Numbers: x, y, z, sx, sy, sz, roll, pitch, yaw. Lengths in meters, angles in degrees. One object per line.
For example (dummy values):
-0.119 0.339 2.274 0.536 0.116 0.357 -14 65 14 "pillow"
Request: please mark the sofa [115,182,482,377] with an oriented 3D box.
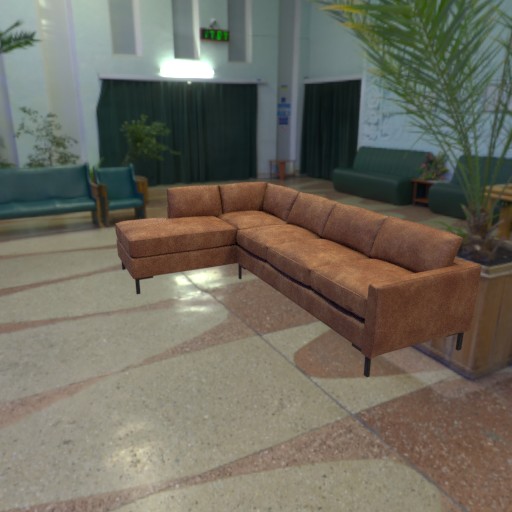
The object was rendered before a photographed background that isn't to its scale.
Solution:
0.000 0.000 3.891 1.938 0.877 2.984 -8 19 -25 "sofa"
